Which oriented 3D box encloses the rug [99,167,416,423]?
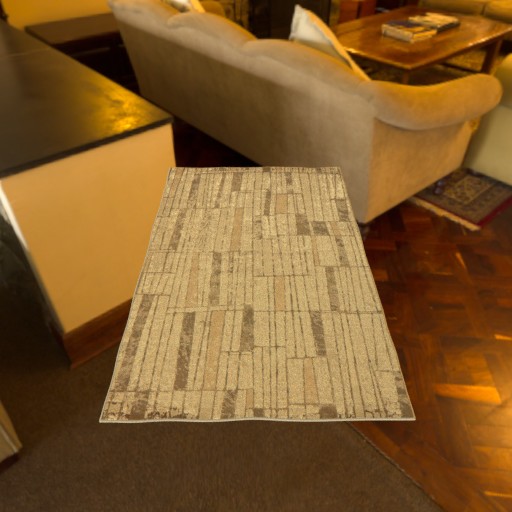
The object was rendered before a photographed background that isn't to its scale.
[{"bbox_3d":[0.000,0.000,3.056,1.531,0.023,2.444,0,41,0],"label":"rug"}]
